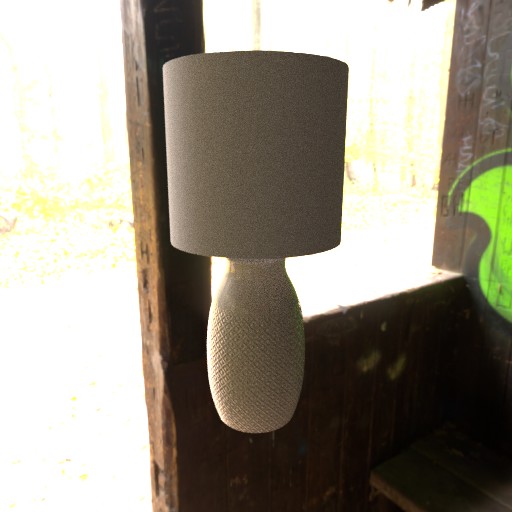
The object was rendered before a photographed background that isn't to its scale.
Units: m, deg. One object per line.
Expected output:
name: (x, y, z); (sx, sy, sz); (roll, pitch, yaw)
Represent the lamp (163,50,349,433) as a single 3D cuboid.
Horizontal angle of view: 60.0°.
lamp: (0.000, 0.000, 0.578); (0.217, 0.453, 0.217); (7, 15, 26)
